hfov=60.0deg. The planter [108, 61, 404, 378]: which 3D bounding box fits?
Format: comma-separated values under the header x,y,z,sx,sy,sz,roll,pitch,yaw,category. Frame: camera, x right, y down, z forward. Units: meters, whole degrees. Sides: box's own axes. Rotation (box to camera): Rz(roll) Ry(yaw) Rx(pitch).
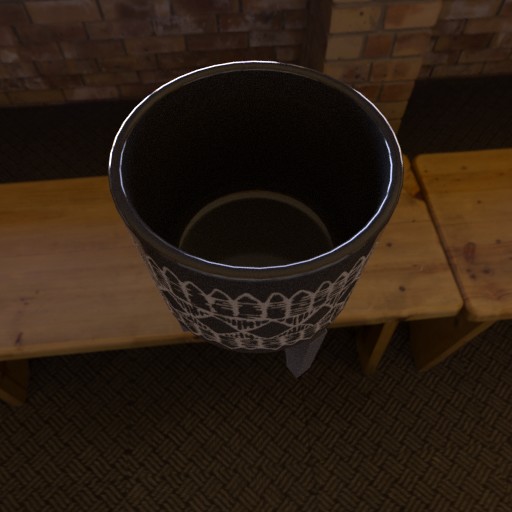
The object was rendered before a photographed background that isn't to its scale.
x,y,z,sx,sy,sz,roll,pitch,yaw,category
0.000,0.000,0.270,0.129,0.177,0.129,0,58,0,planter
